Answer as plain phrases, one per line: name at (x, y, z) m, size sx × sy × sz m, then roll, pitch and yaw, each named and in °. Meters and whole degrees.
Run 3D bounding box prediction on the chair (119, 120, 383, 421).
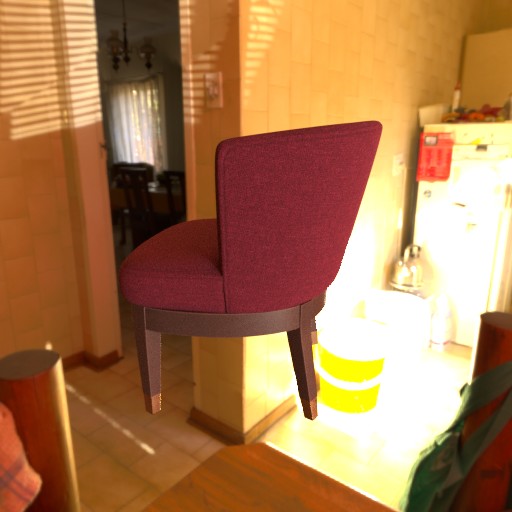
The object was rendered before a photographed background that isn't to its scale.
chair at (0.000, 0.000, 1.310) m, size 0.660 × 0.760 × 0.700 m, roll 2°, pitch 15°, yaw 7°
